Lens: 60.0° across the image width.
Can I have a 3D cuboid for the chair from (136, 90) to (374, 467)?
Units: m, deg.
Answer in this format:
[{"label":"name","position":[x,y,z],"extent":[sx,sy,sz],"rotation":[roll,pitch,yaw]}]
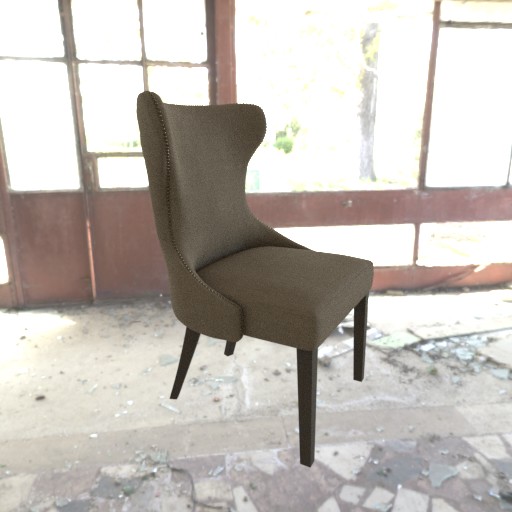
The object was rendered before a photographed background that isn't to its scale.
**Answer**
[{"label":"chair","position":[0.000,0.000,1.409],"extent":[0.635,0.967,0.628],"rotation":[8,18,28]}]
